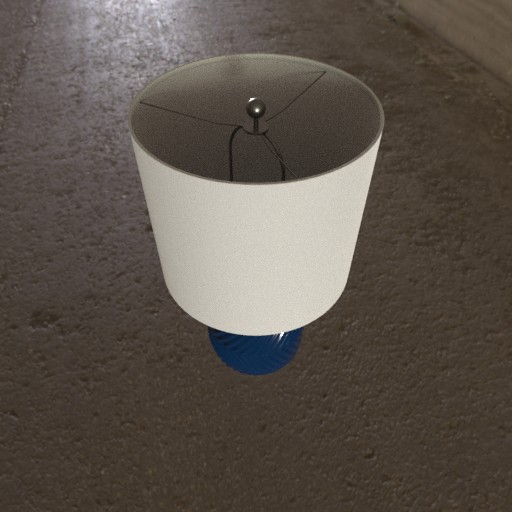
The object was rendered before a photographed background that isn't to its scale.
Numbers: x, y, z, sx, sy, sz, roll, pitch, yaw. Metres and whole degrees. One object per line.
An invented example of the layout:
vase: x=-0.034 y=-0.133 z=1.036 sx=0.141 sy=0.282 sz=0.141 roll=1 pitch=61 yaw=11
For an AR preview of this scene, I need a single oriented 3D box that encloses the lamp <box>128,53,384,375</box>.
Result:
lamp: x=0.000 y=0.000 z=0.488 sx=0.203 sy=0.368 sz=0.203 roll=32 pitch=55 yaw=26
